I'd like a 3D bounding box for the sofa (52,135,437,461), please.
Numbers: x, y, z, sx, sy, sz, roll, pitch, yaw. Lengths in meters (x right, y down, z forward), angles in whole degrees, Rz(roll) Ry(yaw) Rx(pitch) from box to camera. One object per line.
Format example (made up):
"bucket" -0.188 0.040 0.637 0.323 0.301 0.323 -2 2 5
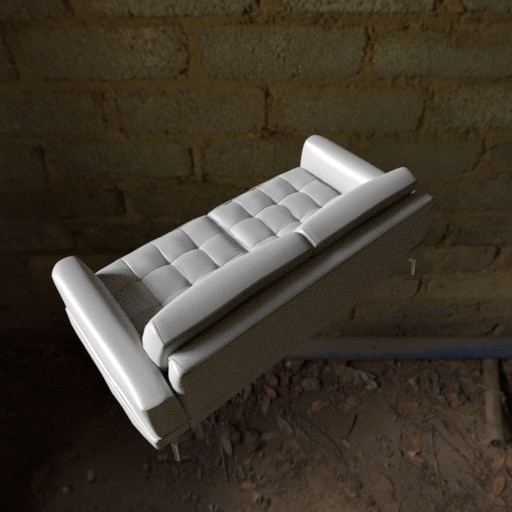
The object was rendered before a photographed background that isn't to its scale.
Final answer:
"sofa" 0.000 0.000 2.724 2.177 0.930 1.121 -31 55 -26
